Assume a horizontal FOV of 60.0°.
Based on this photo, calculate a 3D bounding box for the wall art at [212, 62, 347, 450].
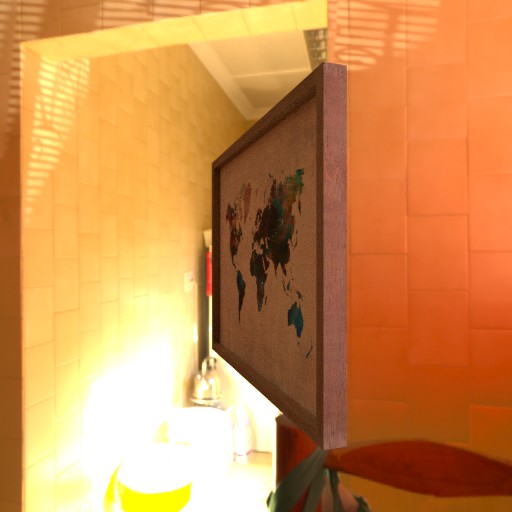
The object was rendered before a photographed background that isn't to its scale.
[{"bbox_3d":[0.000,0.000,1.788,0.070,1.009,1.320,0,0,-18],"label":"wall art"}]
